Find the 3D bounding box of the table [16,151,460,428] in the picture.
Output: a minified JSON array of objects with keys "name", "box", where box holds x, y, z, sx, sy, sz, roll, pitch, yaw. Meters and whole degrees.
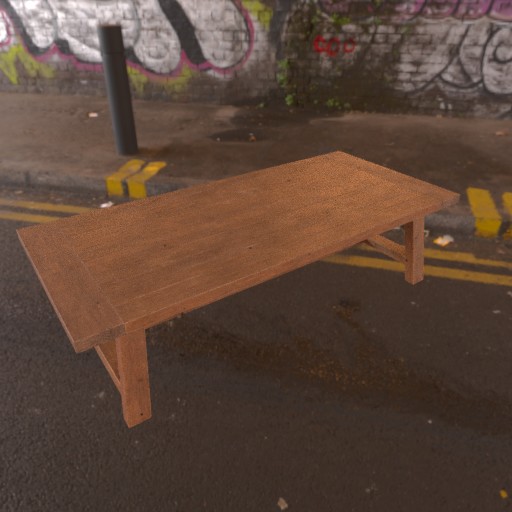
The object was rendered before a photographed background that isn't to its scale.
[{"name":"table","box":[0.000,0.000,2.071,1.800,0.465,0.820,-20,36,-29]}]
